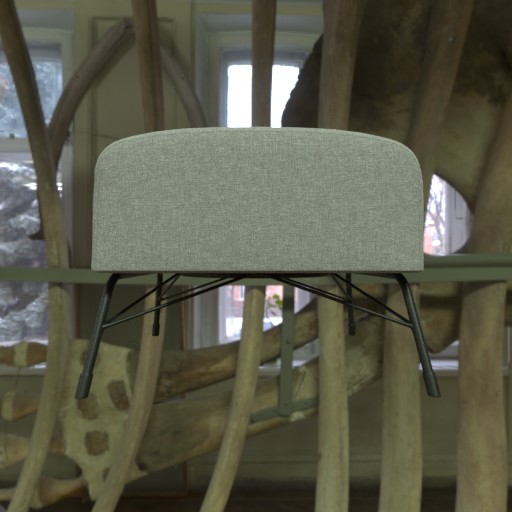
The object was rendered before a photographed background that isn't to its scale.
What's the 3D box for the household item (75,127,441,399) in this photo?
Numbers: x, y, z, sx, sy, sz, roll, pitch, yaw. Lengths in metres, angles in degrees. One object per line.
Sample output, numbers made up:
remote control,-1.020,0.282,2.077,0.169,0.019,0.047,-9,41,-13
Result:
household item,0.000,0.000,0.899,0.530,0.410,0.530,0,0,-1
